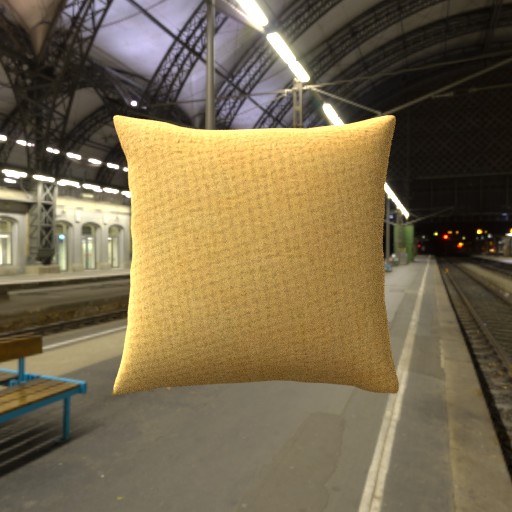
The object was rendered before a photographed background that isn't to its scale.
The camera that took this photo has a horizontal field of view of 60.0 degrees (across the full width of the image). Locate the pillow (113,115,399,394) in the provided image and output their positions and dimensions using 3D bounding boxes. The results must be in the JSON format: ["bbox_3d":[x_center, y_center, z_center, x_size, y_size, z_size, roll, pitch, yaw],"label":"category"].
[{"bbox_3d":[0.000,0.000,0.648,0.419,0.407,0.173,0,1,0],"label":"pillow"}]
